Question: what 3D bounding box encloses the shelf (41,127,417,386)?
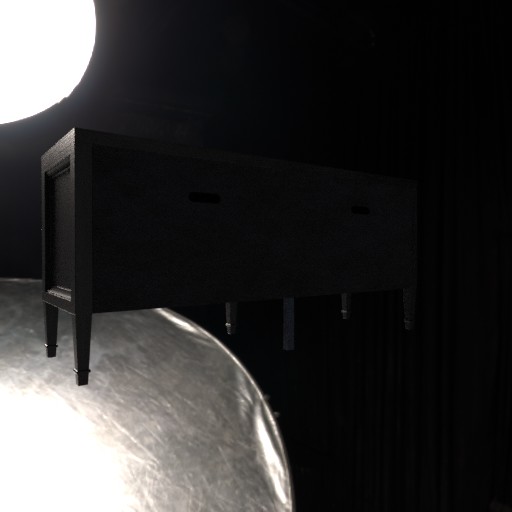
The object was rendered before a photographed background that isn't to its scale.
[{"bbox_3d":[0.000,0.000,1.872,1.575,0.719,0.479,0,1,-36],"label":"shelf"}]
